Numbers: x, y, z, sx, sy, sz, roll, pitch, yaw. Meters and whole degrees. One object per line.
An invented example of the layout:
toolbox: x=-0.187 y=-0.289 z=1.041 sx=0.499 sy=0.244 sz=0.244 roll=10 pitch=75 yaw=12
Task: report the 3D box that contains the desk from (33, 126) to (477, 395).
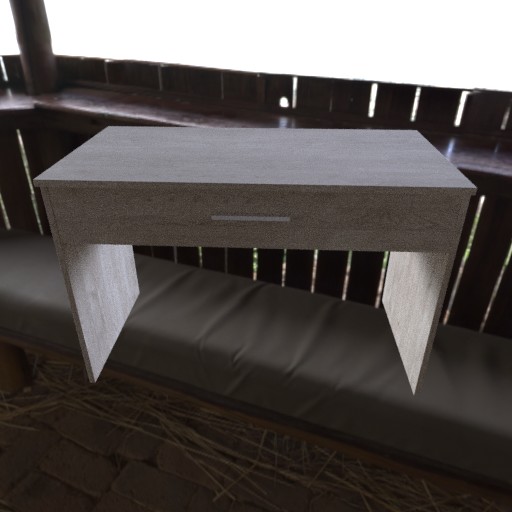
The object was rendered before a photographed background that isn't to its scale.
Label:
desk: x=0.000 y=0.000 z=1.518 sx=1.100 sy=0.730 sz=0.560 roll=1 pitch=30 yaw=3
